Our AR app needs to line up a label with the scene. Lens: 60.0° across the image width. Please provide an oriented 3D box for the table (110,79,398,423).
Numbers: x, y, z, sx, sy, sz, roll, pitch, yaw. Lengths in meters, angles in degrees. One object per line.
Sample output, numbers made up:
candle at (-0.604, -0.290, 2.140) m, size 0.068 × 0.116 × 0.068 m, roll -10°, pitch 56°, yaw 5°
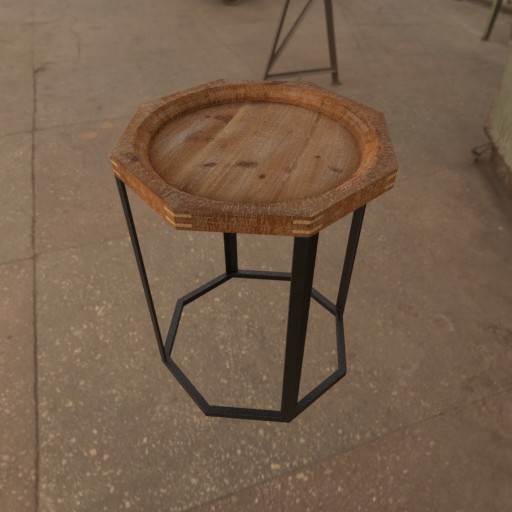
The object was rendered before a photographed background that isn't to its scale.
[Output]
table at (0.000, 0.000, 0.895) m, size 0.458 × 0.543 × 0.458 m, roll -12°, pitch 45°, yaw -13°
